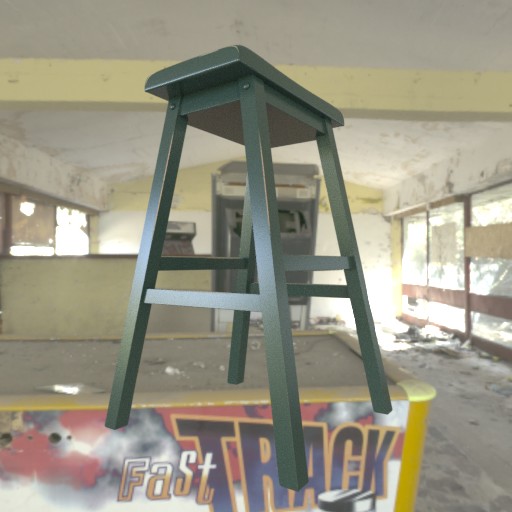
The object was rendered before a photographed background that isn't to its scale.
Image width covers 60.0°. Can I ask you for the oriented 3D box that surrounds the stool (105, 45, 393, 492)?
[{"bbox_3d":[0.000,0.000,1.011,0.476,0.737,0.457,-1,-1,35],"label":"stool"}]
